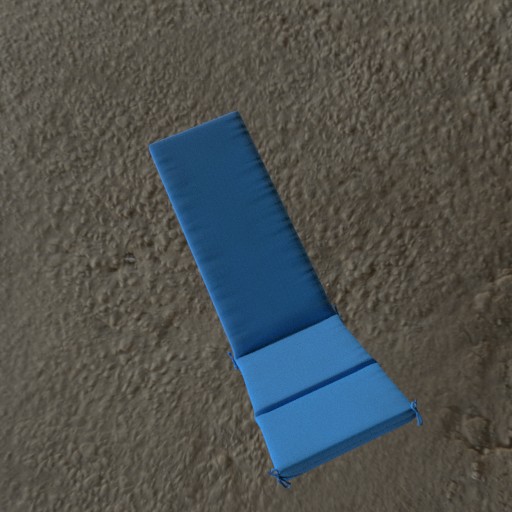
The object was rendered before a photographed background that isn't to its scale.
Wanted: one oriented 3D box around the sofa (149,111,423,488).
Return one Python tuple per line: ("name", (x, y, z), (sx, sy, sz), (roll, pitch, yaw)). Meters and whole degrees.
("sofa", (0.000, 0.000, 1.933), (0.582, 0.622, 1.663), (-23, 78, -5))
